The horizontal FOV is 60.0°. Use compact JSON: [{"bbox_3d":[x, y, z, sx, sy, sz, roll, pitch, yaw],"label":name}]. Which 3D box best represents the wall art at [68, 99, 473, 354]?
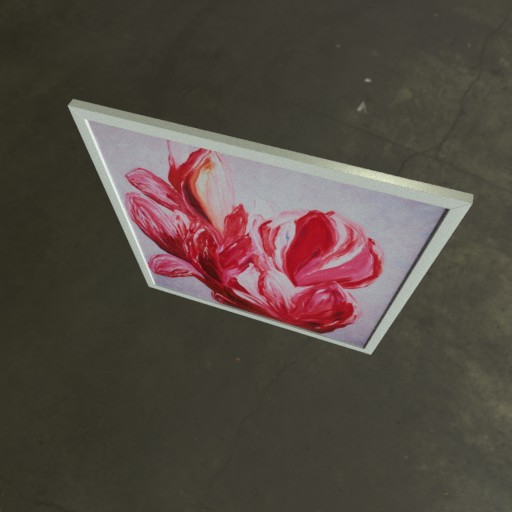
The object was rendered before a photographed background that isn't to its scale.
[{"bbox_3d":[0.000,0.000,1.190,0.805,0.803,0.022,16,60,9],"label":"wall art"}]
